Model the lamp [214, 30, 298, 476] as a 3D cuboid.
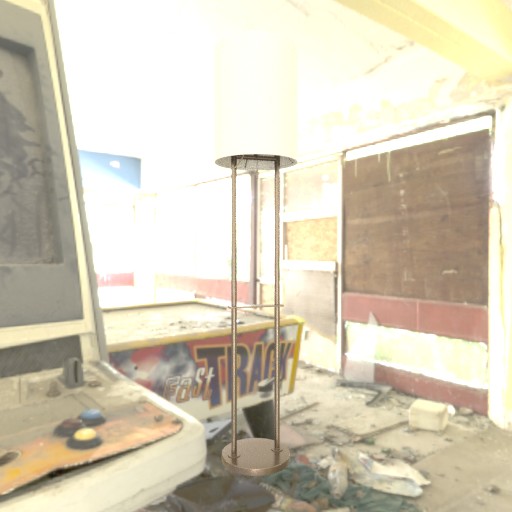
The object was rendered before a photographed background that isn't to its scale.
[{"bbox_3d":[0.000,0.000,1.629,0.306,1.500,0.305,0,1,-17],"label":"lamp"}]
